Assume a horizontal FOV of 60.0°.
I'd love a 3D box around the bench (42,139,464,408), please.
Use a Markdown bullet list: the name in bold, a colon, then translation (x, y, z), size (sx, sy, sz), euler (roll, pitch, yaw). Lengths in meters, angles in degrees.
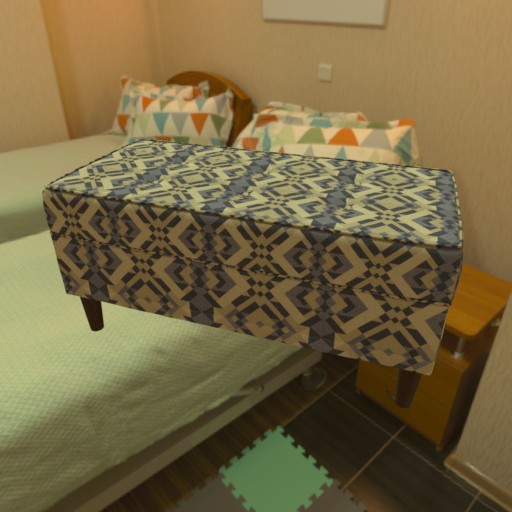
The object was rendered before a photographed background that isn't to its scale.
- **bench**: translation (0.000, 0.000, 1.282), size (1.016, 0.477, 0.492), euler (10, 32, 16)
